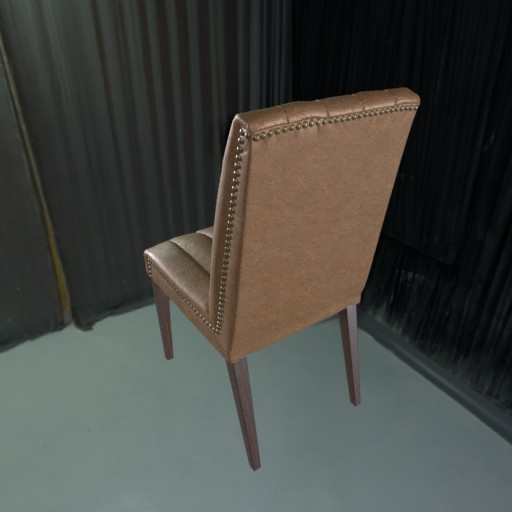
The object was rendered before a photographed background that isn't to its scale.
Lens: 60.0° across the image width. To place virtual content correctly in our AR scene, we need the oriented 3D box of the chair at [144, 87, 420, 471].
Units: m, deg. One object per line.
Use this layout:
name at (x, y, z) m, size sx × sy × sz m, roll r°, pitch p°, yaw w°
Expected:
chair at (0.000, 0.000, 1.360) m, size 0.511 × 1.016 × 0.647 m, roll -19°, pitch 35°, yaw -30°
